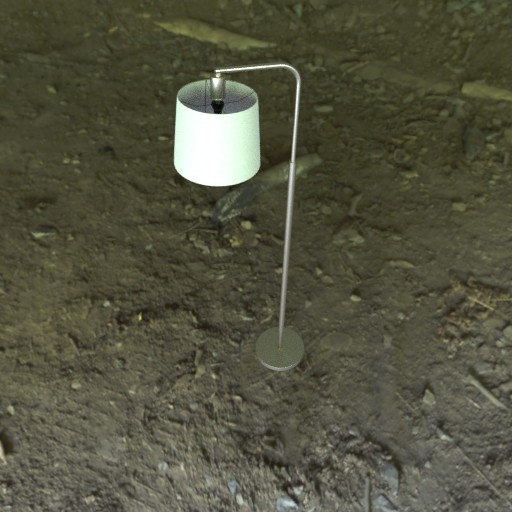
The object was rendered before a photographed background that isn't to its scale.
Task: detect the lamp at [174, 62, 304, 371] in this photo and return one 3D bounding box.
[{"bbox_3d":[0.000,0.000,1.699,0.508,1.478,0.254,-16,48,-15],"label":"lamp"}]
